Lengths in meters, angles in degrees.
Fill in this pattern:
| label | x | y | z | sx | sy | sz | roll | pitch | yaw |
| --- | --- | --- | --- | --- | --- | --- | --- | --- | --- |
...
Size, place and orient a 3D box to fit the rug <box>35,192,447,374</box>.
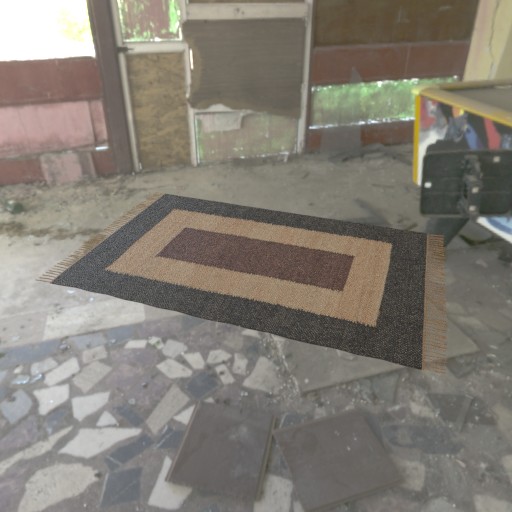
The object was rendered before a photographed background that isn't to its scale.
| label | x | y | z | sx | sy | sz | roll | pitch | yaw |
| --- | --- | --- | --- | --- | --- | --- | --- | --- | --- |
| rug | 0.000 | 0.000 | 1.903 | 1.541 | 0.013 | 0.920 | 10 | 33 | 16 |
